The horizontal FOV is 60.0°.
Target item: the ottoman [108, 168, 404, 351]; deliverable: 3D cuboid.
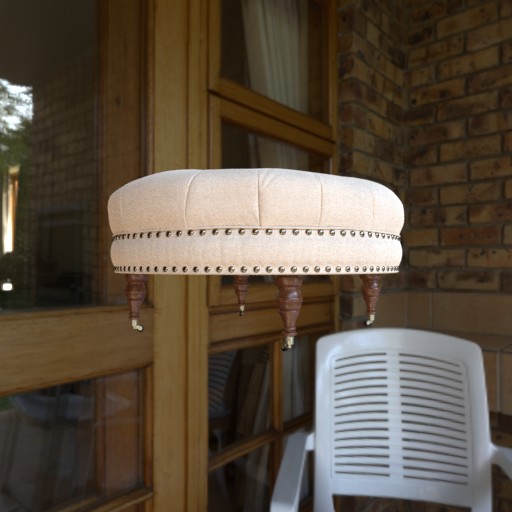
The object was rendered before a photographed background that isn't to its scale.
[{"bbox_3d":[0.000,0.000,1.470,0.940,0.483,0.940,0,-1,0],"label":"ottoman"}]
